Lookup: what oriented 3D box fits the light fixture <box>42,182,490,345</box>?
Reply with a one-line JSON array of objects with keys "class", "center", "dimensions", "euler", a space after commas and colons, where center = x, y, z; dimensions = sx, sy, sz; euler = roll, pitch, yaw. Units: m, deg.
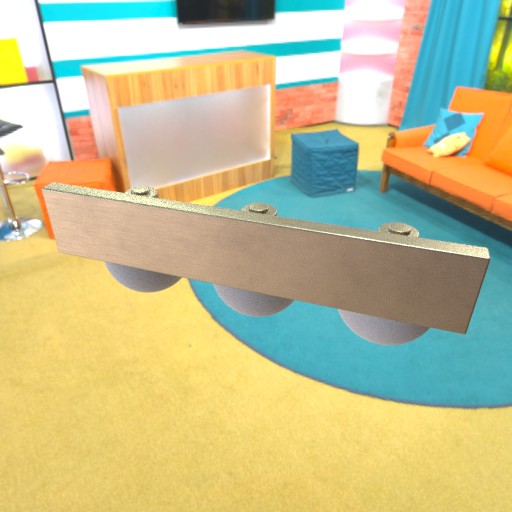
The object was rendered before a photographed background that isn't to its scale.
[{"class": "light fixture", "center": [0.000, 0.000, 0.833], "dimensions": [0.721, 0.263, 0.218], "euler": [10, 33, 16]}]
